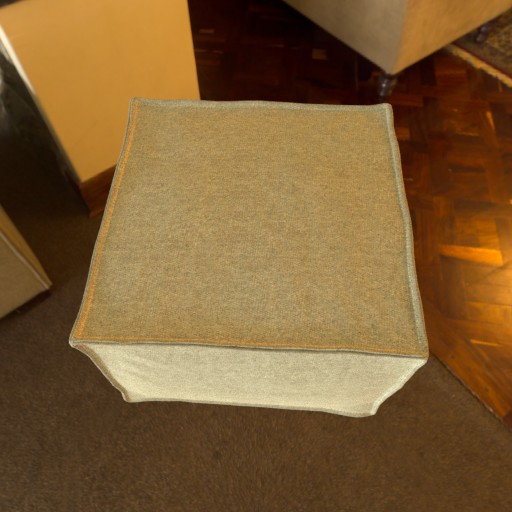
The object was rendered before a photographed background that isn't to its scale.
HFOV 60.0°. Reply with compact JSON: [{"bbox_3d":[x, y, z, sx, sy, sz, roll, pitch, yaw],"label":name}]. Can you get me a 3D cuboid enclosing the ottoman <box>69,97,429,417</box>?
[{"bbox_3d":[0.000,0.000,1.151,0.696,0.470,0.707,2,59,1],"label":"ottoman"}]
